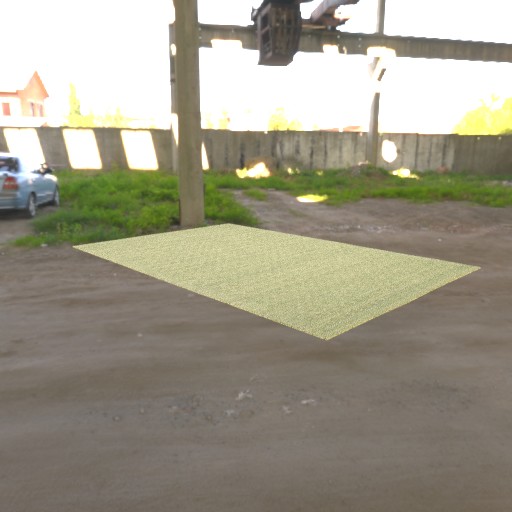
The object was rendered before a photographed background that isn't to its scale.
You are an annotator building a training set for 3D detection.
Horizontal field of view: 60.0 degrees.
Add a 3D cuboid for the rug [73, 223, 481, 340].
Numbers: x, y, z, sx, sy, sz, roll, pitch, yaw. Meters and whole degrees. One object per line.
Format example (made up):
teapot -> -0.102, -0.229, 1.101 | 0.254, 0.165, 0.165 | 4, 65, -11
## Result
rug -> 0.000, 0.000, 2.229 | 1.143, 0.006, 1.747 | -13, 18, -43
